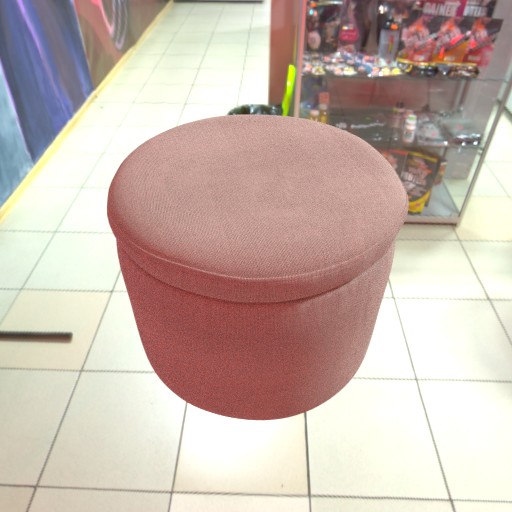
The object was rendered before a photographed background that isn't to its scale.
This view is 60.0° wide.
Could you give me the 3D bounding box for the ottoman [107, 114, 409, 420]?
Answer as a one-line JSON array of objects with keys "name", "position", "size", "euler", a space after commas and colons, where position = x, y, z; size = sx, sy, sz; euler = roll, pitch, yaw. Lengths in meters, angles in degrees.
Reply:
[{"name": "ottoman", "position": [0.000, 0.000, 0.859], "size": [0.497, 0.409, 0.497], "euler": [0, 41, 0]}]
